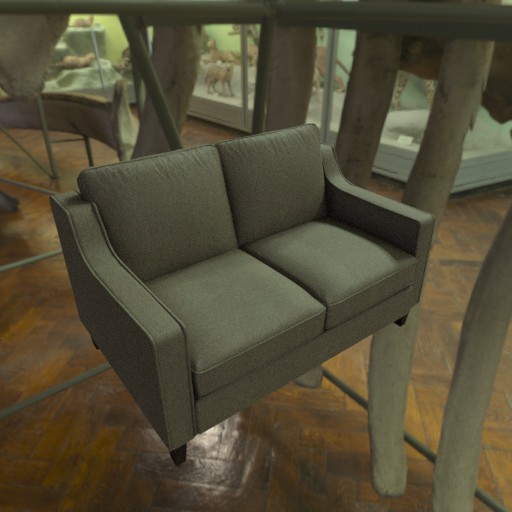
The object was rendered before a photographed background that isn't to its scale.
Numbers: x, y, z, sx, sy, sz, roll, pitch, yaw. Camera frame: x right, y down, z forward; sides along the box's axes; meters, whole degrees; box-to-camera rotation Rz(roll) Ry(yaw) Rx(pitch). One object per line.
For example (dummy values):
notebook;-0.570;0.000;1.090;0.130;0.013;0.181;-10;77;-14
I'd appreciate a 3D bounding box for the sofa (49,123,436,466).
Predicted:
sofa;0.000;0.000;2.127;1.503;0.981;0.985;-21;36;-32
